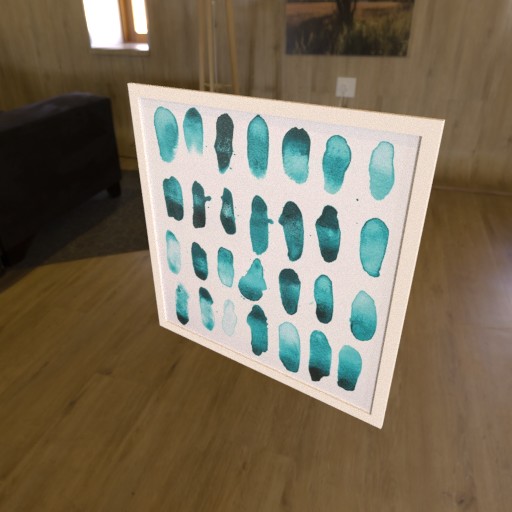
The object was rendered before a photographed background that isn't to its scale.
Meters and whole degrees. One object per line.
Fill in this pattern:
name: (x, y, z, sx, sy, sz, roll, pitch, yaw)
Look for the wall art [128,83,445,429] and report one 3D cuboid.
wall art: (0.000, 0.000, 0.820, 0.558, 0.559, 0.009, 18, 34, 29)
